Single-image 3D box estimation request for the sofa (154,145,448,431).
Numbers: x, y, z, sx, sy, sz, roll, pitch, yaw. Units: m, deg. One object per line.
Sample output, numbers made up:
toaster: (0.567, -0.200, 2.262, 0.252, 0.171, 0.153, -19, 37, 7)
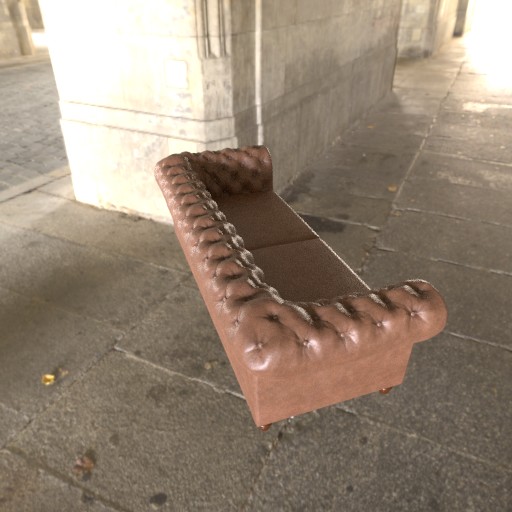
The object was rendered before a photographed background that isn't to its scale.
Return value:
sofa: (0.000, 0.000, 2.865, 0.944, 0.783, 2.385, -11, 33, -17)
